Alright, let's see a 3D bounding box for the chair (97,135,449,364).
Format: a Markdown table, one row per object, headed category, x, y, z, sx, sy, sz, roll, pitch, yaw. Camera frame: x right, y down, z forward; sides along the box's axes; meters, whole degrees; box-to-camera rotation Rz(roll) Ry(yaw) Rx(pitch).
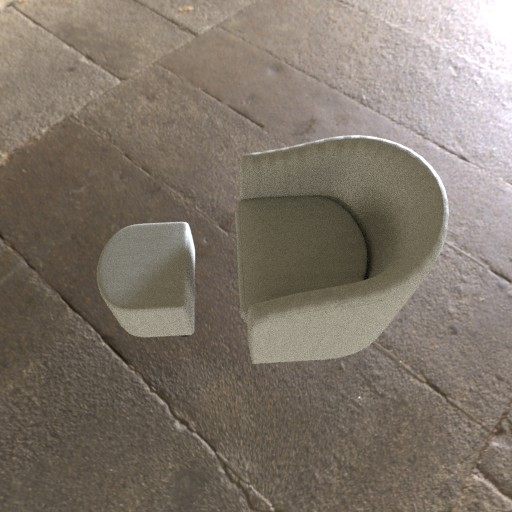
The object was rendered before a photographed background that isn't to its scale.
| category | x | y | z | sx | sy | sz | roll | pitch | yaw |
| --- | --- | --- | --- | --- | --- | --- | --- | --- | --- |
| chair | 0.000 | 0.000 | 1.789 | 1.288 | 0.757 | 0.756 | -3 | 59 | -2 |
